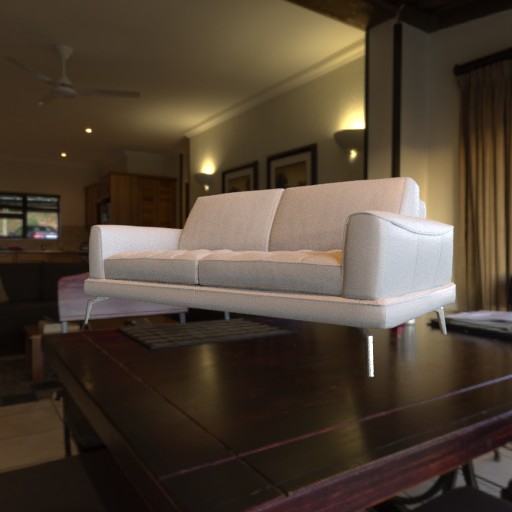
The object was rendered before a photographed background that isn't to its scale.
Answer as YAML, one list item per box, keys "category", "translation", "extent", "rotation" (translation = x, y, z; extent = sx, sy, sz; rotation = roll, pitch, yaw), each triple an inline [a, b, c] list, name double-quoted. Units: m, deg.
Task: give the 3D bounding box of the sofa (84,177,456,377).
- category: "sofa"
  translation: [0.000, 0.000, 2.793]
  extent: [2.177, 0.930, 1.121]
  rotation: [1, 1, 38]
